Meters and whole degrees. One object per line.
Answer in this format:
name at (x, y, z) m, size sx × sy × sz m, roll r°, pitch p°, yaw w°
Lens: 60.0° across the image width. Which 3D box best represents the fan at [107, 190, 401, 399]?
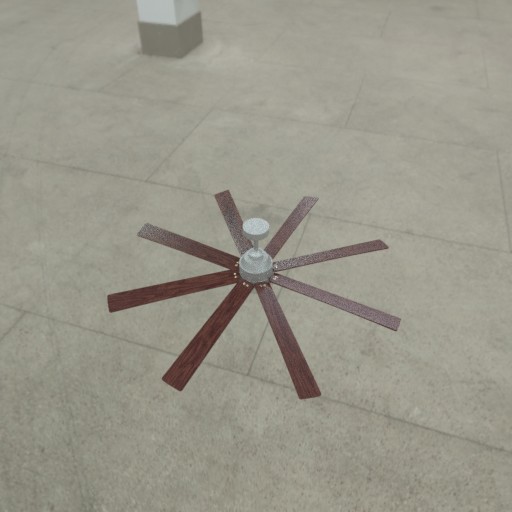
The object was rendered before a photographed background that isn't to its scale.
fan at (0.000, 0.000, 2.724) m, size 1.830 × 0.472 × 1.830 m, roll -12°, pitch 44°, yaw -12°
